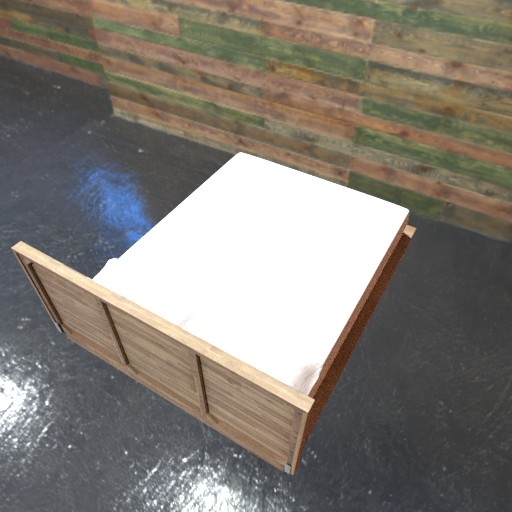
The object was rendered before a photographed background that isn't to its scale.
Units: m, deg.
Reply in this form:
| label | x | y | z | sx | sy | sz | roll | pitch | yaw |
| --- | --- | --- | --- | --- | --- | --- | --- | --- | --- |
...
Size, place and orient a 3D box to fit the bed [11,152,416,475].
| label | x | y | z | sx | sy | sz | roll | pitch | yaw |
| --- | --- | --- | --- | --- | --- | --- | --- | --- | --- |
| bed | 0.000 | 0.000 | 3.059 | 1.759 | 1.071 | 2.145 | 23 | 50 | 21 |
